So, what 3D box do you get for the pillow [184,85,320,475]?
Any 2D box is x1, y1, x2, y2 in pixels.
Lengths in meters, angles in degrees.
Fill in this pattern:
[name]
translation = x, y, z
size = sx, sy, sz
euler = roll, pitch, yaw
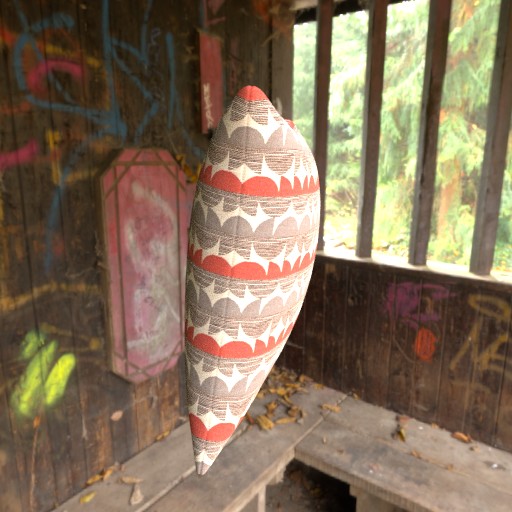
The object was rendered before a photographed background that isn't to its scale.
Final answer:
[pillow]
translation = 0.000, 0.000, 0.644
size = 0.180, 0.410, 0.420
euler = 2, 13, 8
